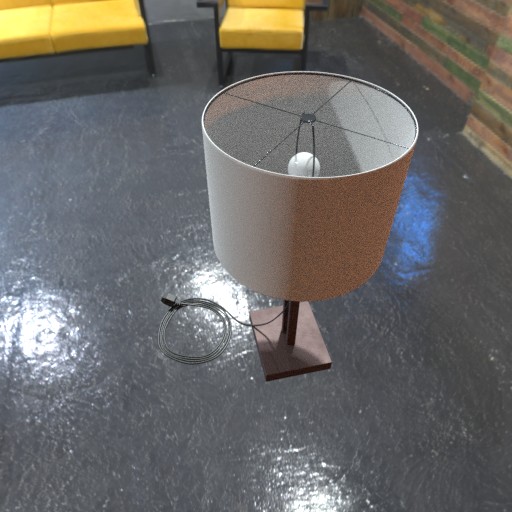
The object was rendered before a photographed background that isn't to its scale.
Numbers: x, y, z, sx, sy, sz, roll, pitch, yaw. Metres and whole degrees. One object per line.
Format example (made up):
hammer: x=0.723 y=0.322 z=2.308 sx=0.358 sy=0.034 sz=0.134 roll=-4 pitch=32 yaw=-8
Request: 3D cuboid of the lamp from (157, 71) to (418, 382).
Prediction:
lamp: x=0.000 y=0.000 z=0.976 sx=0.525 sy=0.668 sz=0.396 roll=-9 pitch=46 yaw=-9
